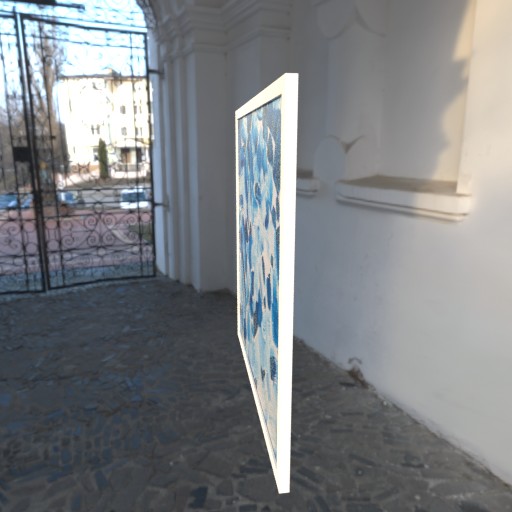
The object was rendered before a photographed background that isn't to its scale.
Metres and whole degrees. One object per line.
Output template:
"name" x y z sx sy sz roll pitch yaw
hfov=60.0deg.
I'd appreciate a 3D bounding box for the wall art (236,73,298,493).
"wall art" 0.000 0.000 0.682 0.012 0.457 0.457 -2 14 -8
